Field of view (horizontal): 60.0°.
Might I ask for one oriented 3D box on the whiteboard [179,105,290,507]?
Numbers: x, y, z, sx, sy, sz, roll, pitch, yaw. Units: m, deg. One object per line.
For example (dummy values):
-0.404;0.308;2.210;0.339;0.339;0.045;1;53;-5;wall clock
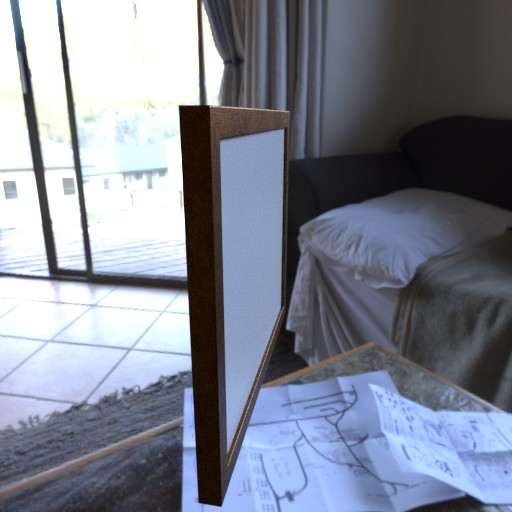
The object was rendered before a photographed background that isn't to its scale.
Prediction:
0.000;0.000;0.728;0.029;0.457;0.561;3;18;11;whiteboard
